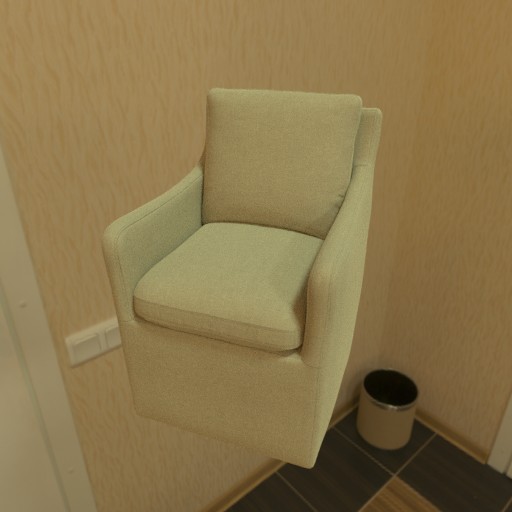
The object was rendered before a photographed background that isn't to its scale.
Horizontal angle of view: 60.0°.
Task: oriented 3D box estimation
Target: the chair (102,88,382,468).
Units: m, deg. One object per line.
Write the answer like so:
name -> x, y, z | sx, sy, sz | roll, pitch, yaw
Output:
chair -> 0.000, 0.000, 1.361 | 0.626, 0.914, 0.694 | 10, 29, 18
